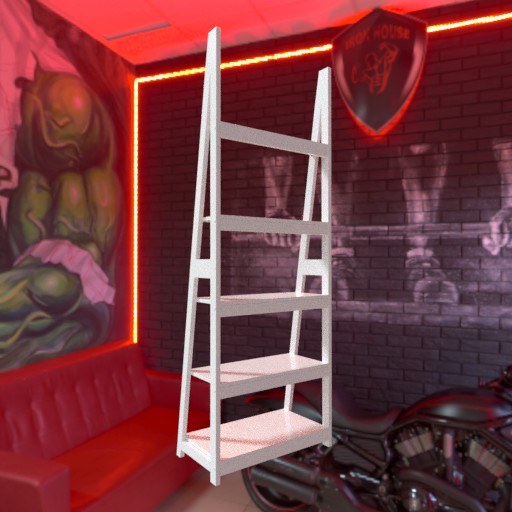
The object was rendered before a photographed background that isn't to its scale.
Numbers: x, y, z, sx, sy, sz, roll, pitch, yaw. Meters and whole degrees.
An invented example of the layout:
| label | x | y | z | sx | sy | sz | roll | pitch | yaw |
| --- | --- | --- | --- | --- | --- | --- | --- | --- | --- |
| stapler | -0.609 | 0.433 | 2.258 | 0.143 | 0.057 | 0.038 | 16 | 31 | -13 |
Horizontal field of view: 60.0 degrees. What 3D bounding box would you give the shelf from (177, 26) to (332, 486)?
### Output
| label | x | y | z | sx | sy | sz | roll | pitch | yaw |
| --- | --- | --- | --- | --- | --- | --- | --- | --- | --- |
| shelf | 0.000 | 0.000 | 2.039 | 0.636 | 1.779 | 0.341 | 0 | -1 | -36 |
